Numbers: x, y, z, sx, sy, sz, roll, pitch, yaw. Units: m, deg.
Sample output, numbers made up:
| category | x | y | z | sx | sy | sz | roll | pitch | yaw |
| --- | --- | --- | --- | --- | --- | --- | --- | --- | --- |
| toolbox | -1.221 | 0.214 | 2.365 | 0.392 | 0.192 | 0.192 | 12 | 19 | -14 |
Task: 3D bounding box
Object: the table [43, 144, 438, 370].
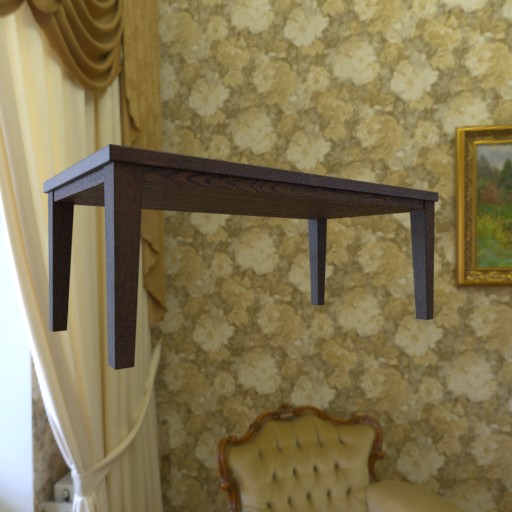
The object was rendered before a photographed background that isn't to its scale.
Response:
| category | x | y | z | sx | sy | sz | roll | pitch | yaw |
| --- | --- | --- | --- | --- | --- | --- | --- | --- | --- |
| table | 0.000 | 0.000 | 2.474 | 1.981 | 0.762 | 1.016 | 0 | 0 | -37 |
